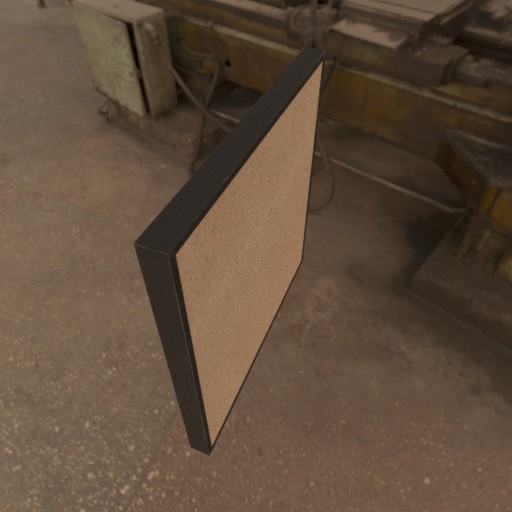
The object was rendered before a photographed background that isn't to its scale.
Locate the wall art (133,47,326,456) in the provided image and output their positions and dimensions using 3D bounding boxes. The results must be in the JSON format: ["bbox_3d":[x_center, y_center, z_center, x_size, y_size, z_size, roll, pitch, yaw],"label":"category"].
[{"bbox_3d":[0.000,0.000,0.759,0.038,0.508,0.508,17,49,16],"label":"wall art"}]
